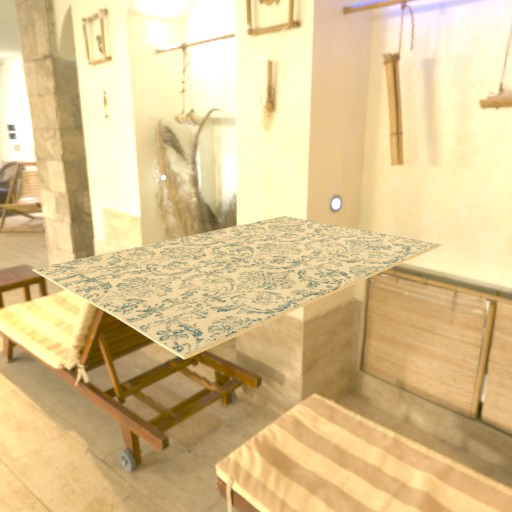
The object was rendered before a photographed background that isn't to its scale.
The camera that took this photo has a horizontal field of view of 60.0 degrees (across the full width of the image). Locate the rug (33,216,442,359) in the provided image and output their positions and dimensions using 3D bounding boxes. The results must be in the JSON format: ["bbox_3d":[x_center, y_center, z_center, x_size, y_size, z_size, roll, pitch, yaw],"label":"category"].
[{"bbox_3d":[0.000,0.000,3.515,1.819,0.018,2.746,15,22,42],"label":"rug"}]
